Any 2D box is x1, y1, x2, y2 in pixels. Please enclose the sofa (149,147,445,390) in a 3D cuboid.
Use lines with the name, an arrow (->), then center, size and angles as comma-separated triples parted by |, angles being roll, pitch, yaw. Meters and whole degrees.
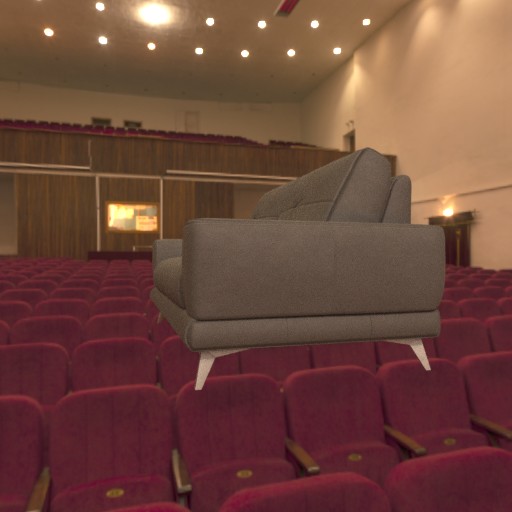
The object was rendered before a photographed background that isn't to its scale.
sofa -> 0.000, 0.000, 2.387 | 1.018, 0.907, 1.806 | 0, -1, -17
